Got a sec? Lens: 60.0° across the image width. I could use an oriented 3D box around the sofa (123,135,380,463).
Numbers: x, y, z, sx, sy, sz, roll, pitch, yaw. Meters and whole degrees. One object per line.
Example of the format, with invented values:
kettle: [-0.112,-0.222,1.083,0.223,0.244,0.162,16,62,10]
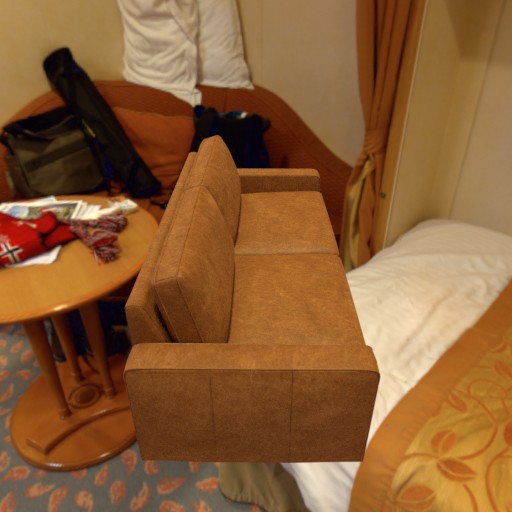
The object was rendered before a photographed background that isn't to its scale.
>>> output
sofa: [0.000,0.000,2.611,0.991,0.928,2.156,0,32,0]
